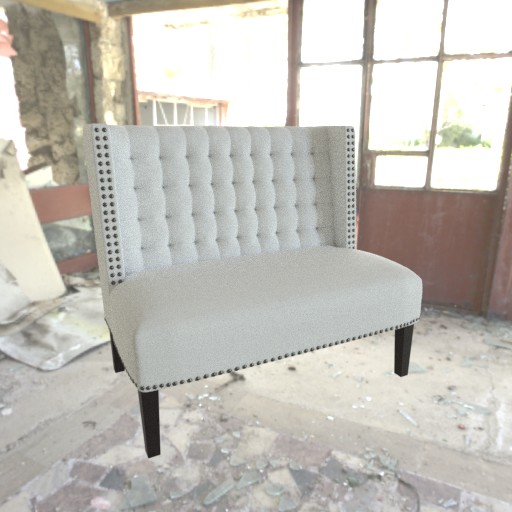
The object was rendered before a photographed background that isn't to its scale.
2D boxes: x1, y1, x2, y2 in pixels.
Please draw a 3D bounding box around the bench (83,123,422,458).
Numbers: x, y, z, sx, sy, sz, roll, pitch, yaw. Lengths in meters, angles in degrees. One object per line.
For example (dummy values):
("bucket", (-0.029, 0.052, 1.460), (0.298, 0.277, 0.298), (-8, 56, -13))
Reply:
("bench", (0.000, 0.000, 1.970), (1.280, 1.123, 0.847), (-8, 18, -26))
